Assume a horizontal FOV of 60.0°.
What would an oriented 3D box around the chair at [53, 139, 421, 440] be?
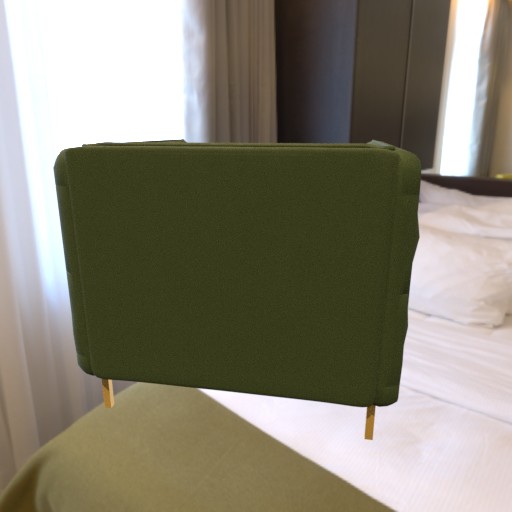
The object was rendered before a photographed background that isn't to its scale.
[{"bbox_3d":[0.000,0.000,1.501,0.917,0.768,0.855,3,16,10],"label":"chair"}]
